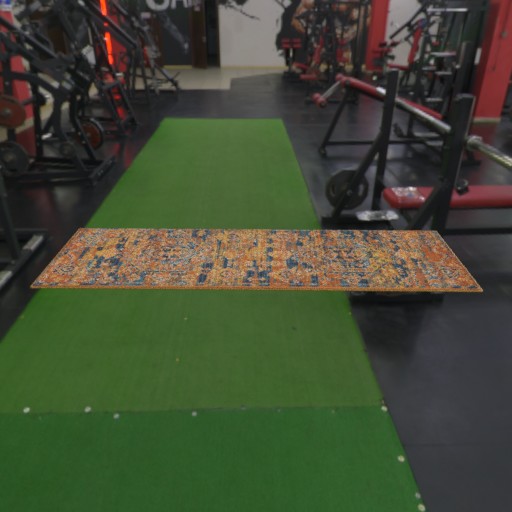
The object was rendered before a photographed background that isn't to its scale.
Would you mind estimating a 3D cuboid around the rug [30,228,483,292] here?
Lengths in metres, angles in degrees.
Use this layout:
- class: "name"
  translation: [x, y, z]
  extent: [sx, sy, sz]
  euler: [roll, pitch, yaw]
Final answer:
- class: "rug"
  translation: [0.000, 0.000, 2.017]
  extent: [1.820, 0.013, 0.556]
  euler: [0, 29, 1]
